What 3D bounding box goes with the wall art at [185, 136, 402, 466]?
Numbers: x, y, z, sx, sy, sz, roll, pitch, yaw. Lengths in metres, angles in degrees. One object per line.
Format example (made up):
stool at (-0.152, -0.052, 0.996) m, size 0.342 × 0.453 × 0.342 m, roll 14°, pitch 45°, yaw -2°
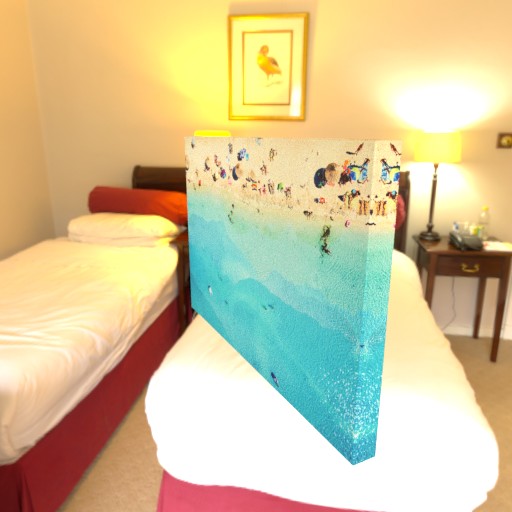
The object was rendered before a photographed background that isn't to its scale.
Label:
wall art at (0.000, 0.000, 0.783) m, size 0.039 × 0.406 × 0.609 m, roll -8°, pitch 17°, yaw -27°
